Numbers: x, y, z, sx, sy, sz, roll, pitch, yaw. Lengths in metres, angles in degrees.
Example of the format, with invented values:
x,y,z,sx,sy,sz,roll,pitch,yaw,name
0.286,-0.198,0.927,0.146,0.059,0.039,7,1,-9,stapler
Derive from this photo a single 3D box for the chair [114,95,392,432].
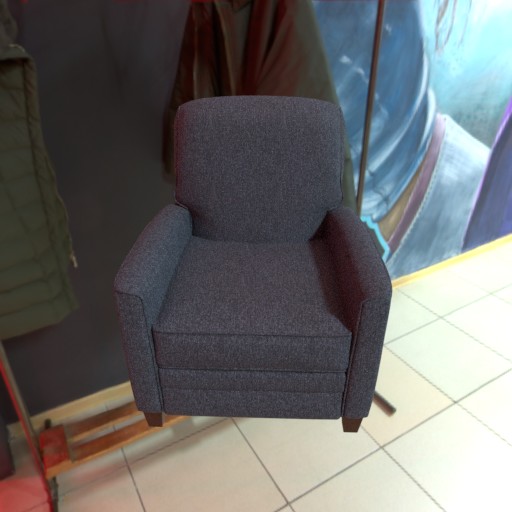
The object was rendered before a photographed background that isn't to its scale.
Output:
x,y,z,sx,sy,sz,roll,pitch,yaw,name
0.000,0.000,1.646,0.839,1.016,0.850,1,29,2,chair
